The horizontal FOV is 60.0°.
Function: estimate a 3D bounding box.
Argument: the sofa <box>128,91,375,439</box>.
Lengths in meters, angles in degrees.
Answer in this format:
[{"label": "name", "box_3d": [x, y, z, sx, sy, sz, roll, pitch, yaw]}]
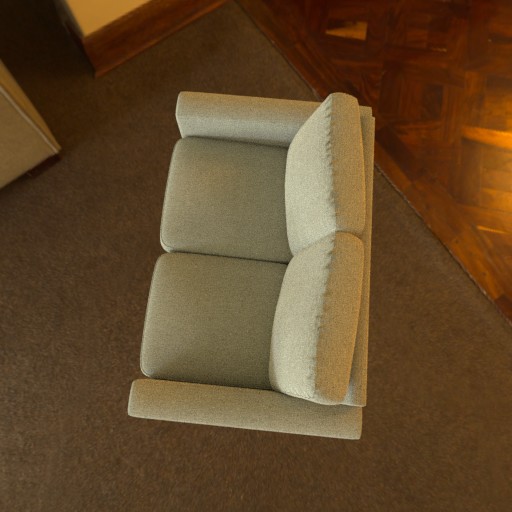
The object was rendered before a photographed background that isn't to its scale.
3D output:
[{"label": "sofa", "box_3d": [0.000, 0.000, 1.984, 0.917, 0.873, 1.420, 5, 75, 1]}]
